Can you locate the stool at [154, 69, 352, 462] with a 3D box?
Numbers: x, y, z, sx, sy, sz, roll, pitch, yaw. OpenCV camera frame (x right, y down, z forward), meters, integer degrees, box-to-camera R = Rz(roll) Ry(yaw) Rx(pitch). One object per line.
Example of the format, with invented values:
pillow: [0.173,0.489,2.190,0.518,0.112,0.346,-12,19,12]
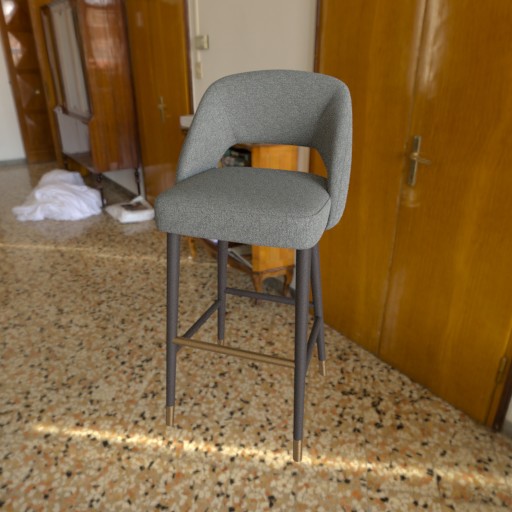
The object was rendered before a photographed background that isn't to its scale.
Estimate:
stool: [0.000,0.000,1.416,0.536,1.089,0.524,8,25,17]
